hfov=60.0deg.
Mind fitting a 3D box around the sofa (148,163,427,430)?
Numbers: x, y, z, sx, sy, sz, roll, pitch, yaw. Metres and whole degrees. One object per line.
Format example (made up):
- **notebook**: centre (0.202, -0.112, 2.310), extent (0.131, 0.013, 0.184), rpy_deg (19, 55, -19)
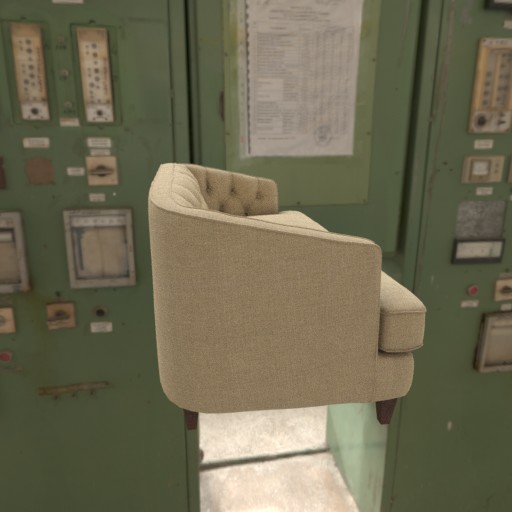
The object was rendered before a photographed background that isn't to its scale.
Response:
- **sofa**: centre (0.000, 0.000, 2.224), extent (0.941, 0.855, 1.733), rpy_deg (-3, 17, -9)
